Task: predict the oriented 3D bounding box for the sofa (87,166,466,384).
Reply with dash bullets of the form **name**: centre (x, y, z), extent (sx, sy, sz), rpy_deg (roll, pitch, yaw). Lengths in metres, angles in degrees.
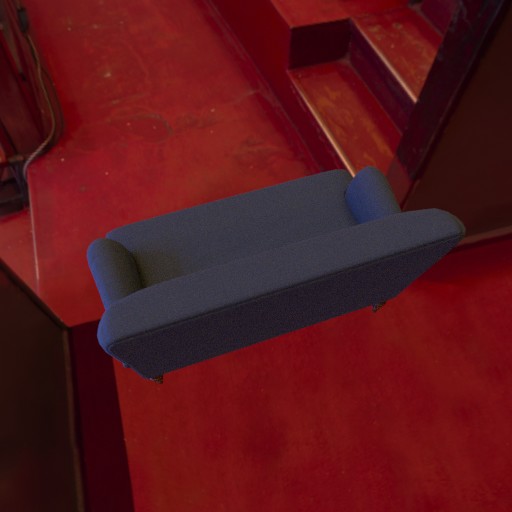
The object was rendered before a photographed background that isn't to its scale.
- **sofa**: centre (0.000, 0.000, 1.858), extent (1.297, 0.889, 0.779), rpy_deg (-16, 59, -10)
